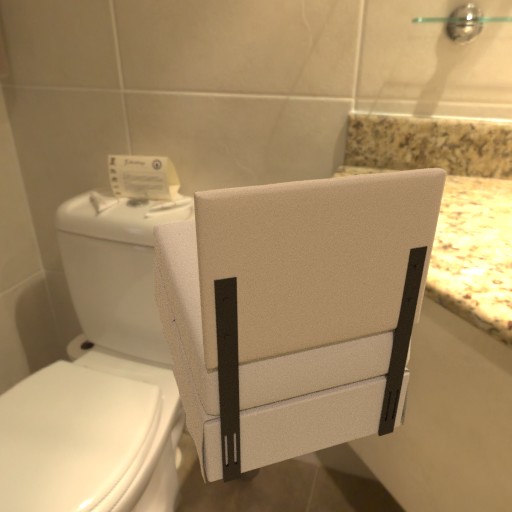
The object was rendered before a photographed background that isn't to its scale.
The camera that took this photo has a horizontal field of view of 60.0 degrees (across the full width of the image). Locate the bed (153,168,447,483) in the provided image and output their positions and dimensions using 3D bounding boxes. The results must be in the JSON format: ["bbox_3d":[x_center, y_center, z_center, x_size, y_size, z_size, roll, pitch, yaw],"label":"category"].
[{"bbox_3d":[0.000,0.000,2.967,1.261,1.571,1.997,-8,27,-17],"label":"bed"}]
